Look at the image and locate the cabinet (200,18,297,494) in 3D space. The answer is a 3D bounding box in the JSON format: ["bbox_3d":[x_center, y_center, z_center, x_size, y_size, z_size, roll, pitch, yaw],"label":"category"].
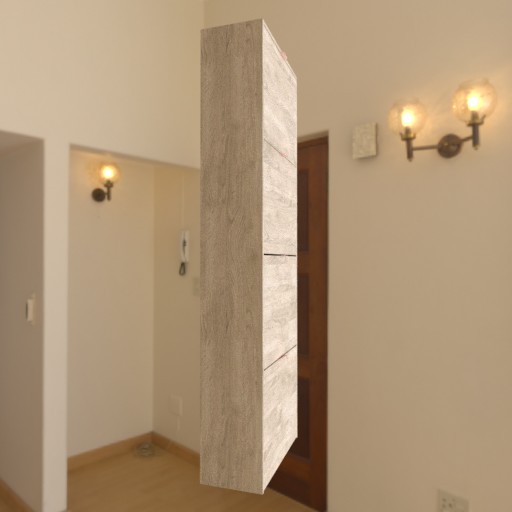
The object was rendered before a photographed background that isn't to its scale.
[{"bbox_3d":[0.000,0.000,1.797,0.250,1.630,0.520,0,-1,18],"label":"cabinet"}]
